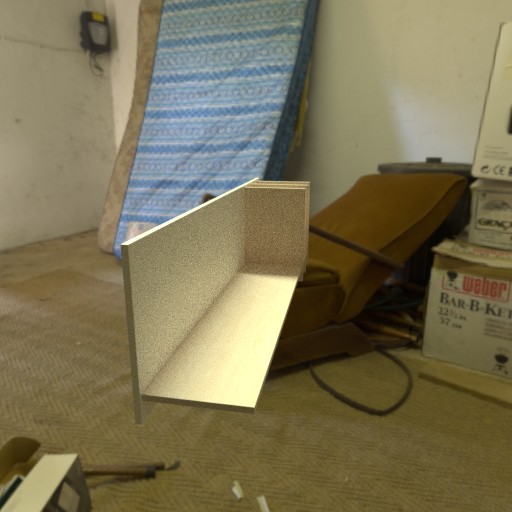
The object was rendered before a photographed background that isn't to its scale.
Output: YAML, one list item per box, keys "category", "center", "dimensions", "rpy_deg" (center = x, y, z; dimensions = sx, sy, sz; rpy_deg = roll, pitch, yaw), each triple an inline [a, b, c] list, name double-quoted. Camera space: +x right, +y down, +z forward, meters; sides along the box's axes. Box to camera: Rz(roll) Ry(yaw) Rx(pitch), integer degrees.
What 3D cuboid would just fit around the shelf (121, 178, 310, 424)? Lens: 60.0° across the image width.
- category: "shelf"
  center: [0.000, 0.000, 1.143]
  dimensions: [0.200, 0.300, 1.020]
  rpy_deg: [3, 16, 11]
